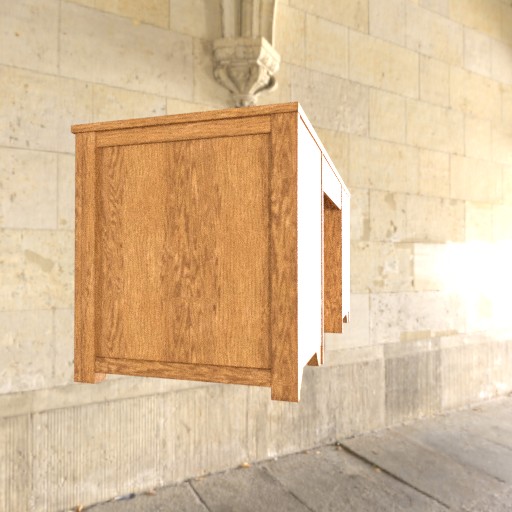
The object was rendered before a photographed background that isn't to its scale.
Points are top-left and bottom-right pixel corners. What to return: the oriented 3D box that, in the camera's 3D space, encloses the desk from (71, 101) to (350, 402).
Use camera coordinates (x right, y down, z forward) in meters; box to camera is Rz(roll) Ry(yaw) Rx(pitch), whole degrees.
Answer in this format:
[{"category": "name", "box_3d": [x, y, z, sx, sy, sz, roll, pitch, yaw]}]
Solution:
[{"category": "desk", "box_3d": [0.000, 0.000, 1.946, 0.685, 0.751, 1.567, 0, -1, 17]}]
